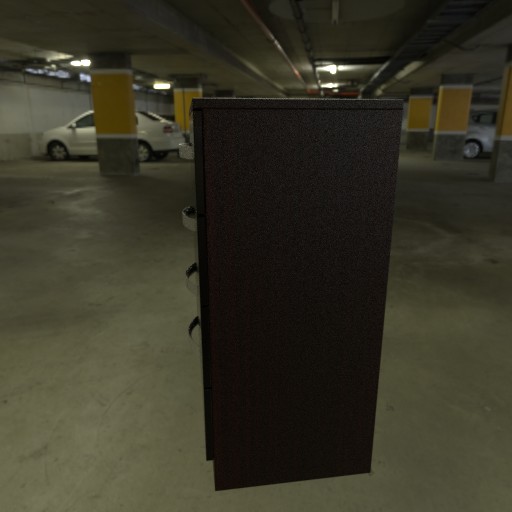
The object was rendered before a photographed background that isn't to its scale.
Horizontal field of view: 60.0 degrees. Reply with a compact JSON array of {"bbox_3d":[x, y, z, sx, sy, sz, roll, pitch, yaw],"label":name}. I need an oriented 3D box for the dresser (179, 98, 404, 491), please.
[{"bbox_3d":[0.000,0.000,1.131,0.360,0.720,0.750,-2,17,-8],"label":"dresser"}]
